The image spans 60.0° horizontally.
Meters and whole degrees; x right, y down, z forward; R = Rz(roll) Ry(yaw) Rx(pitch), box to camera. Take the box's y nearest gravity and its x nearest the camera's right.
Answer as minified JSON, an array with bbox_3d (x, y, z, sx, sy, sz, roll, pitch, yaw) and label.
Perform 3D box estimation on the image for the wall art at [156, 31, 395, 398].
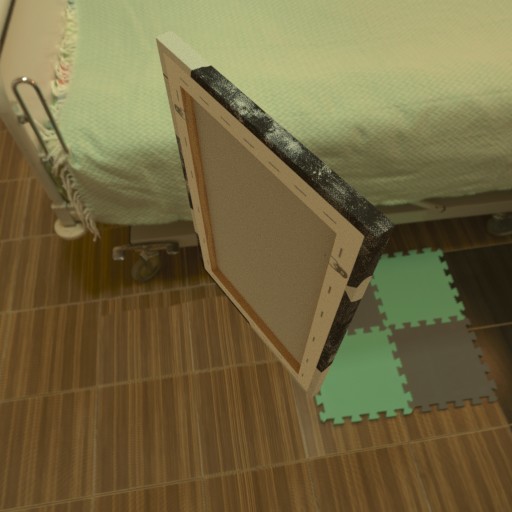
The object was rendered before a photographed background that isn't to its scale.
[{"bbox_3d":[0.000,0.000,1.152,0.041,0.915,0.610,-33,64,-19],"label":"wall art"}]
